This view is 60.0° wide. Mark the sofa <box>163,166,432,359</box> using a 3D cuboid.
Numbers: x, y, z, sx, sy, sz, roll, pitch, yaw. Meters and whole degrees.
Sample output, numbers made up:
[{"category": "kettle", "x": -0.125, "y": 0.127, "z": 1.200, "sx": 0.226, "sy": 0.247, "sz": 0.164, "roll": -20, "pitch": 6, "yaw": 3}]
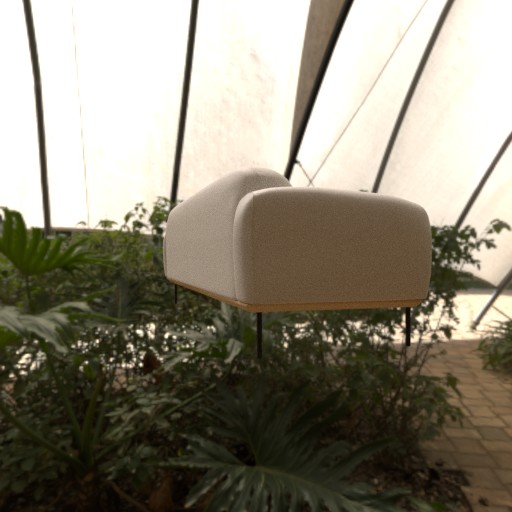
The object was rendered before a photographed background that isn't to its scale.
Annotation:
[{"category": "sofa", "x": 0.000, "y": 0.000, "z": 2.761, "sx": 0.880, "sy": 0.780, "sz": 2.257, "roll": 0, "pitch": 0, "yaw": -19}]
